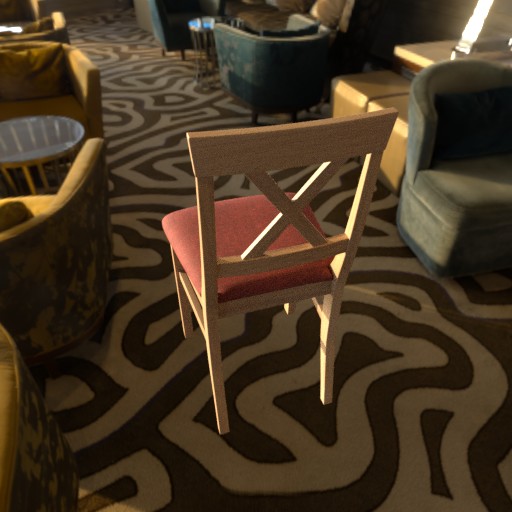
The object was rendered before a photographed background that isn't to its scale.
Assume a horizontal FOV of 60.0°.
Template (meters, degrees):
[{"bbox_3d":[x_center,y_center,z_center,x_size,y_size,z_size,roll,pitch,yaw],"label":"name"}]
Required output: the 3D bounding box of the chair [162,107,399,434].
[{"bbox_3d":[0.000,0.000,1.182,0.439,0.912,0.492,-11,40,-13],"label":"chair"}]
